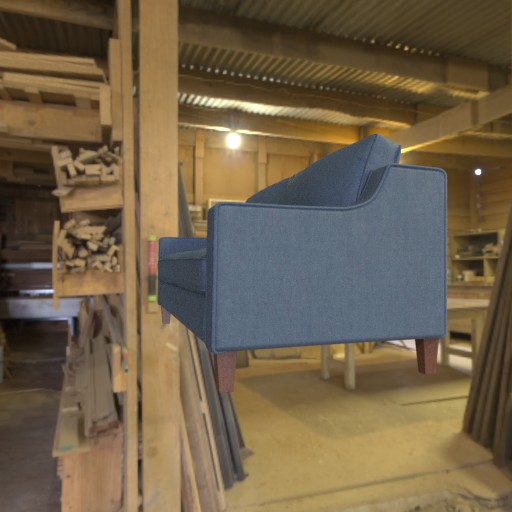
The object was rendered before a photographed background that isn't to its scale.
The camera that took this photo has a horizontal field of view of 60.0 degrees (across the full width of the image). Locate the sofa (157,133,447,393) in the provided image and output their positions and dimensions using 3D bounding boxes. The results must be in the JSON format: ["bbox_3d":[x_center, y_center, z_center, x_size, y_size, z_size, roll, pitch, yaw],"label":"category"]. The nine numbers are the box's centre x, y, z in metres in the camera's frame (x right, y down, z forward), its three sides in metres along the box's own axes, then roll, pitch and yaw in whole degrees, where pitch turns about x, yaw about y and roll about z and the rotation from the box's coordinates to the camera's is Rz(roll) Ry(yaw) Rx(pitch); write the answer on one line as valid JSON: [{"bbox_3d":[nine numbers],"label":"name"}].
[{"bbox_3d":[0.000,0.000,2.801,1.066,1.071,2.178,0,-1,-18],"label":"sofa"}]
